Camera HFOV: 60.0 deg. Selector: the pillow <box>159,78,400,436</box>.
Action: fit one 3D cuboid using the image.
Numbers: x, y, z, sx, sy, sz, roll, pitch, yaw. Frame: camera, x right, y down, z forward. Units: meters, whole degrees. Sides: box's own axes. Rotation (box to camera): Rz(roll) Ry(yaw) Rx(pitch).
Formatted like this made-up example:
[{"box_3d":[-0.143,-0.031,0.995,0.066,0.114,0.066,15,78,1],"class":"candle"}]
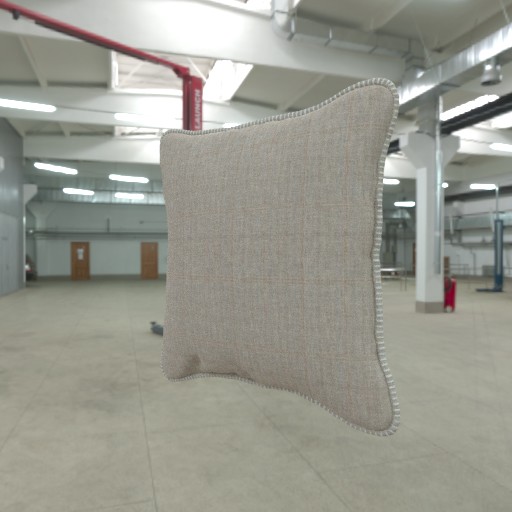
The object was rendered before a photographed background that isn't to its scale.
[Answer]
[{"box_3d":[0.000,0.000,0.739,0.485,0.494,0.124,0,0,38],"class":"pillow"}]
